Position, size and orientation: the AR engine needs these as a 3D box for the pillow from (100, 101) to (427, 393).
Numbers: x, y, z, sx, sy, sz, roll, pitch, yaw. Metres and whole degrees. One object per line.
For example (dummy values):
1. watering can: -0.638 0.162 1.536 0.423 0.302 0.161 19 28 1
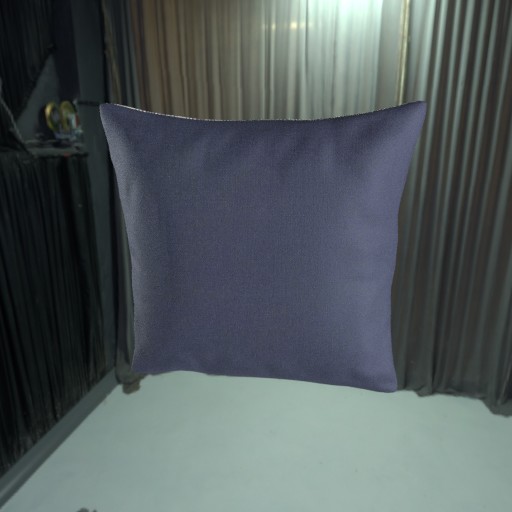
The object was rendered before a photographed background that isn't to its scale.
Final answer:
1. pillow: 0.000 0.000 0.774 0.520 0.508 0.166 3 17 8
